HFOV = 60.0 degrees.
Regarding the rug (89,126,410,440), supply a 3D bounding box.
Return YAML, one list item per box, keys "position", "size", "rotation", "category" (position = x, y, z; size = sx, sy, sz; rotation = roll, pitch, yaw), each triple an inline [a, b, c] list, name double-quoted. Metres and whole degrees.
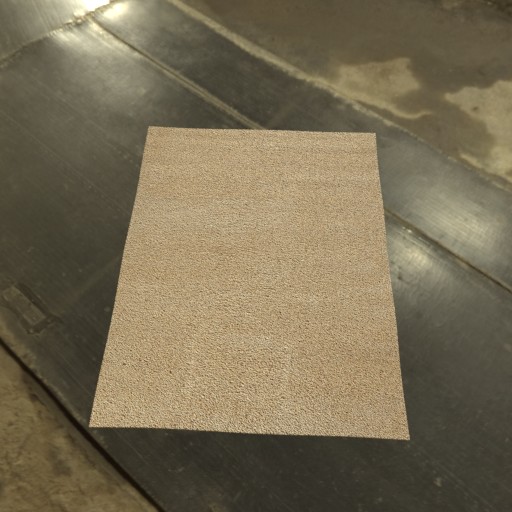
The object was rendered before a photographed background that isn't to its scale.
- position: [0.000, 0.000, 4.006]
  size: [2.400, 0.025, 3.000]
  rotation: [2, 63, 1]
  category: "rug"
